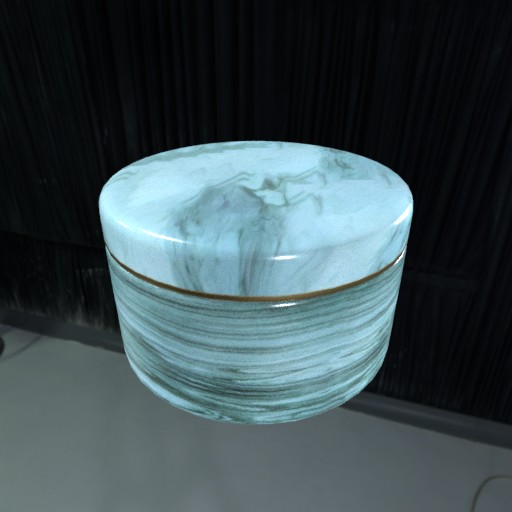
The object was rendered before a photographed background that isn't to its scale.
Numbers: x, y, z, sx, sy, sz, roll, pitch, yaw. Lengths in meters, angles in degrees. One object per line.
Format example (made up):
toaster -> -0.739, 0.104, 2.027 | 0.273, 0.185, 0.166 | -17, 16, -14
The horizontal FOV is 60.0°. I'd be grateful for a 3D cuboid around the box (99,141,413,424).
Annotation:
box -> 0.000, 0.000, 0.162 | 0.101, 0.063, 0.101 | 0, 29, 0
